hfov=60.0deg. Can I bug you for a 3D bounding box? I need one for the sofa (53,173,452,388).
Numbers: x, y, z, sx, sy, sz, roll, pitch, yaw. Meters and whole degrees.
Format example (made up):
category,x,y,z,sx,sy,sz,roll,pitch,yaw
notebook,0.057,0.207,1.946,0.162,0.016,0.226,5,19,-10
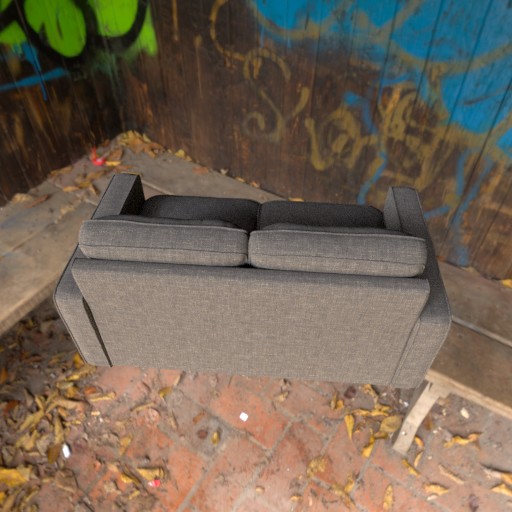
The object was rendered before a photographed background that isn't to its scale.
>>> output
category,x,y,z,sx,sy,sz,roll,pitch,yaw
sofa,0.000,0.000,2.268,1.709,0.918,0.947,3,46,3
